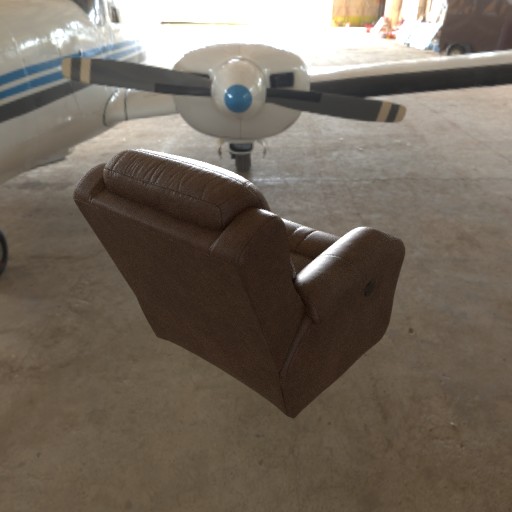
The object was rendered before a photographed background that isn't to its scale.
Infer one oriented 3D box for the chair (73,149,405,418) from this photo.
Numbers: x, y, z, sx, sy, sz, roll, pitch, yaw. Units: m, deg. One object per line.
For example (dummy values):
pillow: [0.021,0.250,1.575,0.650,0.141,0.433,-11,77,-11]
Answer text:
chair: [0.000,0.000,1.836,0.940,0.990,1.067,21,36,33]
